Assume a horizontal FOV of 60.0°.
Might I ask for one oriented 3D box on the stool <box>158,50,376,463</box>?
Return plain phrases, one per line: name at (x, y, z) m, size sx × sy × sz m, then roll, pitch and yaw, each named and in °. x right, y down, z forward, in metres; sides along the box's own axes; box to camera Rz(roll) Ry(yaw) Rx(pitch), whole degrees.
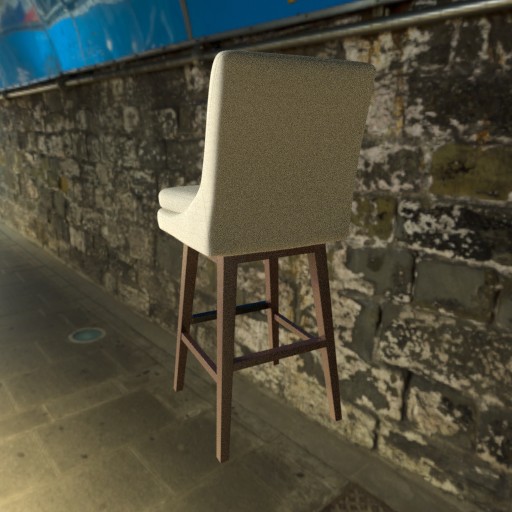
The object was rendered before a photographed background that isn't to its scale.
stool at (0.000, 0.000, 1.396) m, size 0.483 × 1.093 × 0.559 m, roll -8°, pitch 17°, yaw -27°
